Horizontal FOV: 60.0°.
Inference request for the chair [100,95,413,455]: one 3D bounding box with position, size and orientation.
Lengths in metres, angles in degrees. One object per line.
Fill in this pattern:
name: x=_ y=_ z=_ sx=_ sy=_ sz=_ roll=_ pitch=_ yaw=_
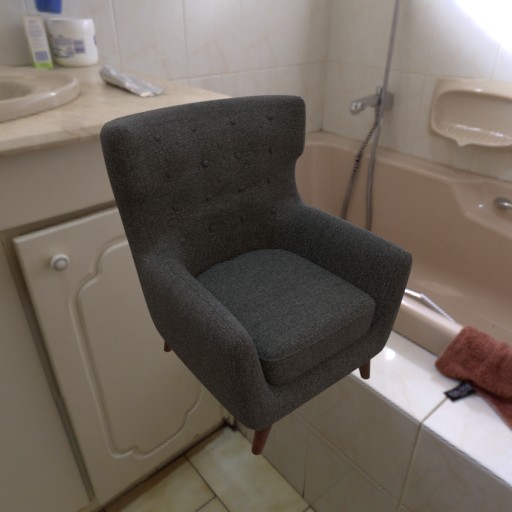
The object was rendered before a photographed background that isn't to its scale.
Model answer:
chair: x=0.000 y=0.000 z=1.768 sx=0.878 sy=1.063 sz=0.904 roll=-21 pitch=36 yaw=-32
